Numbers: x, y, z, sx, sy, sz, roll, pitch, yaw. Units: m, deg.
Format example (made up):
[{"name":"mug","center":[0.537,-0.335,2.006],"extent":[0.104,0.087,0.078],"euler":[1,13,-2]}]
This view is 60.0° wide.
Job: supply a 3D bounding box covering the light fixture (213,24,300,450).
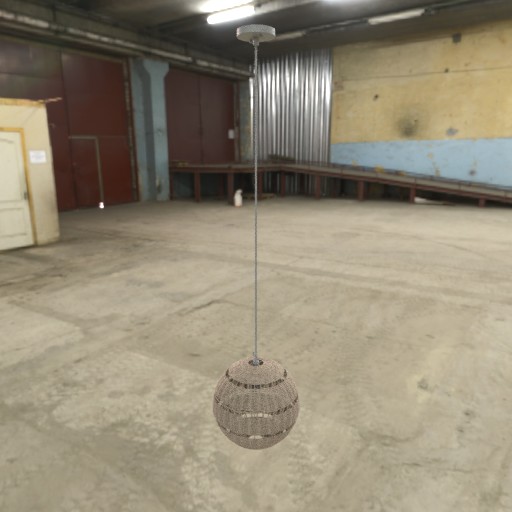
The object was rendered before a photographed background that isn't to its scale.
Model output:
[{"name":"light fixture","center":[0.000,0.000,2.154],"extent":[0.457,2.019,0.457],"euler":[-6,14,-27]}]
